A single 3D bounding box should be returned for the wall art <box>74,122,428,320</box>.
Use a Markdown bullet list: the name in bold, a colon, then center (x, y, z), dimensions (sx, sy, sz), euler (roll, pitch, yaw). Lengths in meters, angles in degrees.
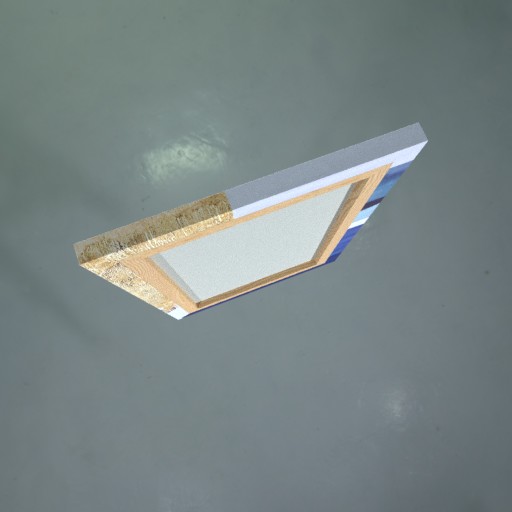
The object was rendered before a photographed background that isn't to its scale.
- **wall art**: center (0.000, 0.000, 1.169), dimensions (0.607, 0.911, 0.039), euler (-20, 77, -5)
